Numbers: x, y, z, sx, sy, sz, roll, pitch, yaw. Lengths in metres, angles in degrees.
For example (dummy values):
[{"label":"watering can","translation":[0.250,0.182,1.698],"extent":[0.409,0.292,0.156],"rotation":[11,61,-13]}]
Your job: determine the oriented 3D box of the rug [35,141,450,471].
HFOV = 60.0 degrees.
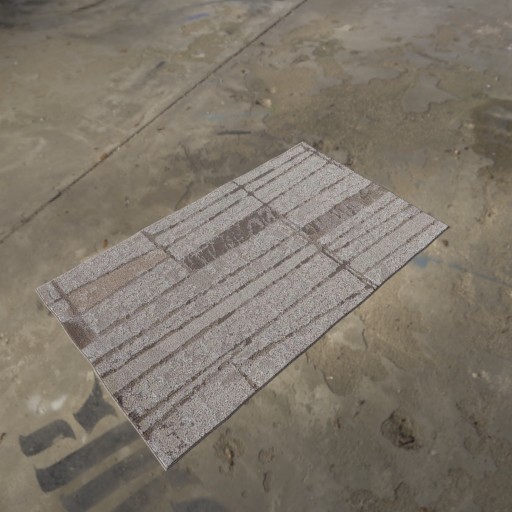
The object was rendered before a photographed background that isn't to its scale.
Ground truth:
[{"label":"rug","translation":[0.000,0.000,1.054],"extent":[0.867,0.007,0.515],"rotation":[-34,56,-27]}]
